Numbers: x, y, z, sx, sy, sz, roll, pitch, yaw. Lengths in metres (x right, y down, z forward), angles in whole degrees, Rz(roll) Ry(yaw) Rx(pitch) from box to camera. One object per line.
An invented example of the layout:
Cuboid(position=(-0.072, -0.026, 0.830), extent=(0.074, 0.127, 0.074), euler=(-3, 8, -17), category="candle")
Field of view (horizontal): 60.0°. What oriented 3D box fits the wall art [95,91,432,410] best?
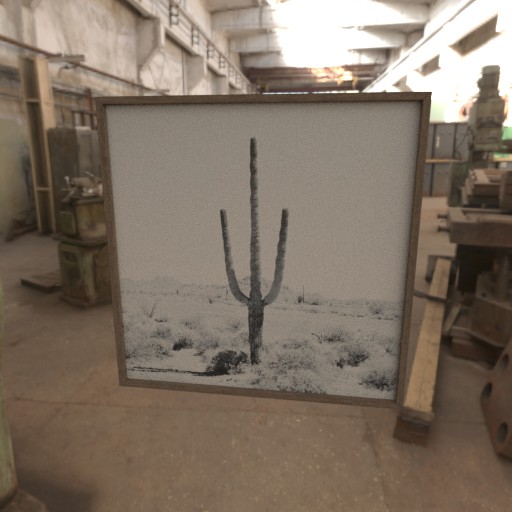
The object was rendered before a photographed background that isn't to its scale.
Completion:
Cuboid(position=(0.000, 0.000, 0.742), extent=(0.508, 0.508, 0.038), euler=(2, 14, 8), category="wall art")
